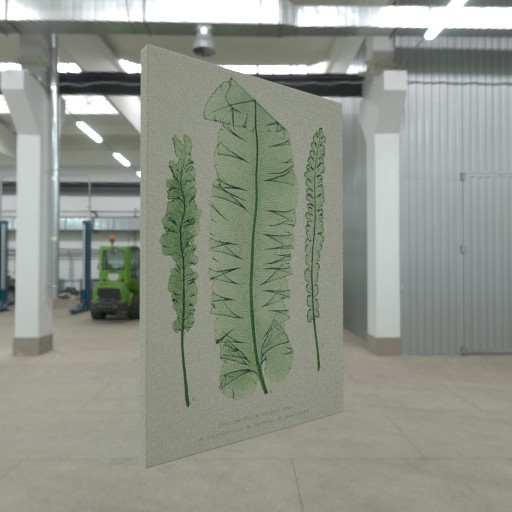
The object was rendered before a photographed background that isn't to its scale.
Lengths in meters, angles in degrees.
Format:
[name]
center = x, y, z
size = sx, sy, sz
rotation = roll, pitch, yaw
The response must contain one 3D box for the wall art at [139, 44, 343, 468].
[wall art]
center = 0.000, 0.000, 1.149
size = 0.610, 0.914, 0.038
rotation = 1, -1, -36
